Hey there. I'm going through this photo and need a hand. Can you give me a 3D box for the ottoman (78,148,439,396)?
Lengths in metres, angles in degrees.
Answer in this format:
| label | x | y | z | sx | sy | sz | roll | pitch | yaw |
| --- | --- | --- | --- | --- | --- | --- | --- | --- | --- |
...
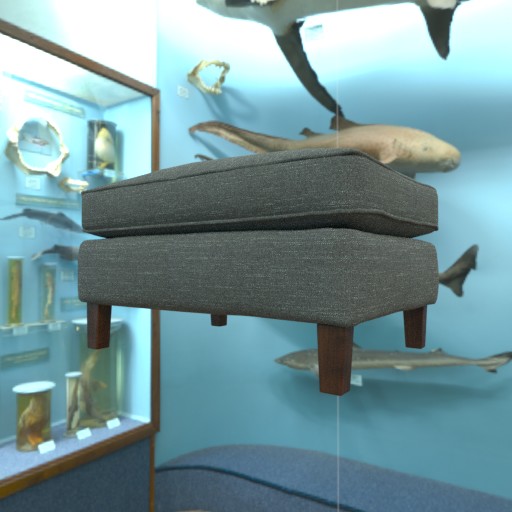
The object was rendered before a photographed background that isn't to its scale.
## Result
| label | x | y | z | sx | sy | sz | roll | pitch | yaw |
| --- | --- | --- | --- | --- | --- | --- | --- | --- | --- |
| ottoman | 0.000 | 0.000 | 0.989 | 0.686 | 0.406 | 0.508 | 0 | -1 | 35 |
